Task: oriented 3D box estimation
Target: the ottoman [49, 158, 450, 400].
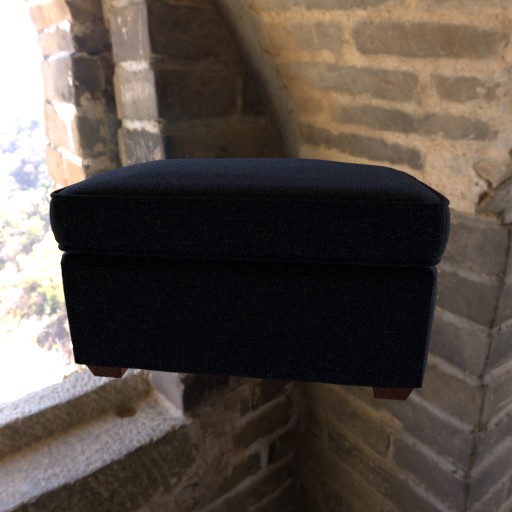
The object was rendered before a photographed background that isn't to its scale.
[{"bbox_3d":[0.000,0.000,1.071,0.749,0.450,0.549,2,18,7],"label":"ottoman"}]
